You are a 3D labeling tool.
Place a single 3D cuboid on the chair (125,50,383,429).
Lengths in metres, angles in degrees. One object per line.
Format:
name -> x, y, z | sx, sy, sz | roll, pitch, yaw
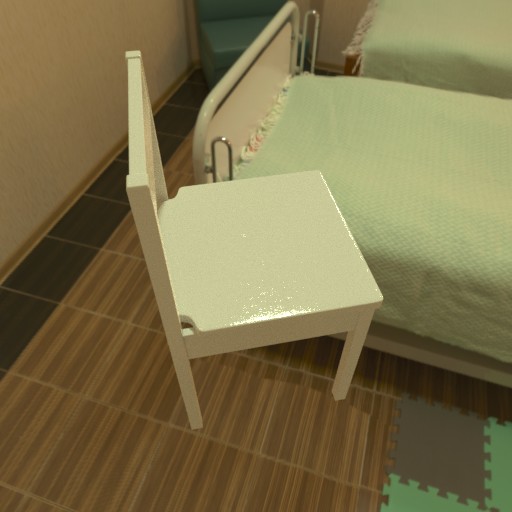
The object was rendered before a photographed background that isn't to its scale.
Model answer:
chair -> 0.000, 0.000, 0.862 | 0.361, 0.668, 0.367 | -8, 48, -8
